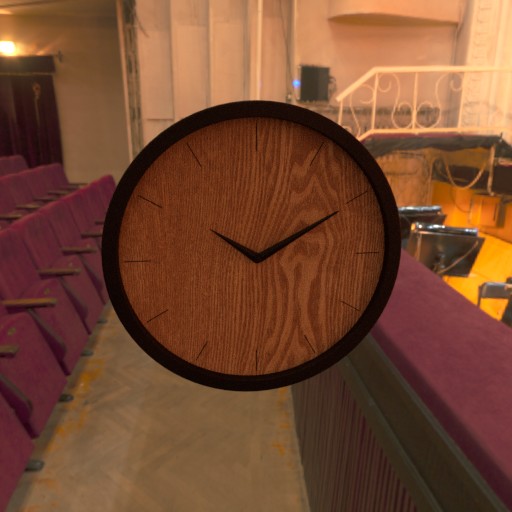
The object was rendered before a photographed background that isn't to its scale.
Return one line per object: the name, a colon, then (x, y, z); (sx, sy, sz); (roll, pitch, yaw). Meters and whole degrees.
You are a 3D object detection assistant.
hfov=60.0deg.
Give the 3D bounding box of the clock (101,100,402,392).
clock: (0.000, 0.000, 0.474); (0.314, 0.314, 0.029); (-2, 16, -7)
